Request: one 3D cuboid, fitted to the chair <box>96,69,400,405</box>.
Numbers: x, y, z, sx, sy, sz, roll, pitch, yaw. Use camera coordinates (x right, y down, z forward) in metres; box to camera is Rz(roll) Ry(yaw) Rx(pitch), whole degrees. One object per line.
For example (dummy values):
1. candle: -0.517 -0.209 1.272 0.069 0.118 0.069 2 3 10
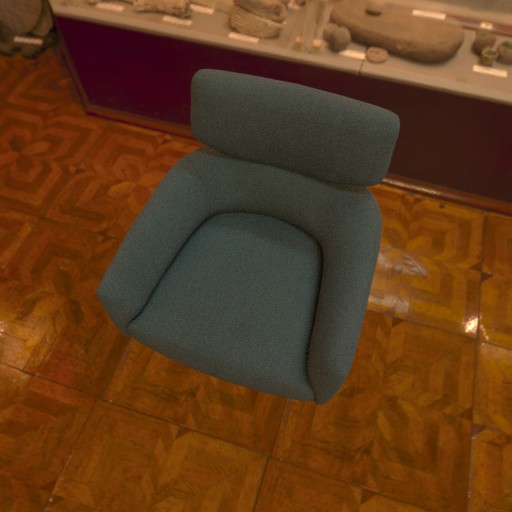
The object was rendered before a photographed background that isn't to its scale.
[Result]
1. chair: 0.000 0.000 1.434 0.738 0.813 0.761 17 60 10
